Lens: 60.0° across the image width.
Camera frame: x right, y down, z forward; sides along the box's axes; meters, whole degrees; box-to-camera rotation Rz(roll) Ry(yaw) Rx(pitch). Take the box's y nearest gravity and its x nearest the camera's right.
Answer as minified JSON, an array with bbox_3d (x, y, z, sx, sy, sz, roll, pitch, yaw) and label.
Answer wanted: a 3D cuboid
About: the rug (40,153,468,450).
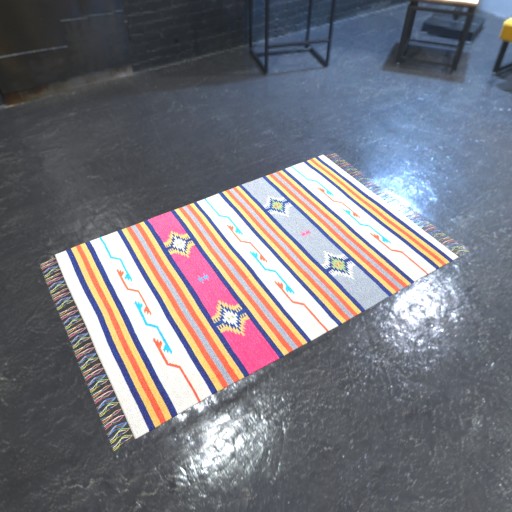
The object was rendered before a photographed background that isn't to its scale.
[{"bbox_3d":[0.000,0.000,2.193,1.849,0.013,1.084,-24,50,-22],"label":"rug"}]
